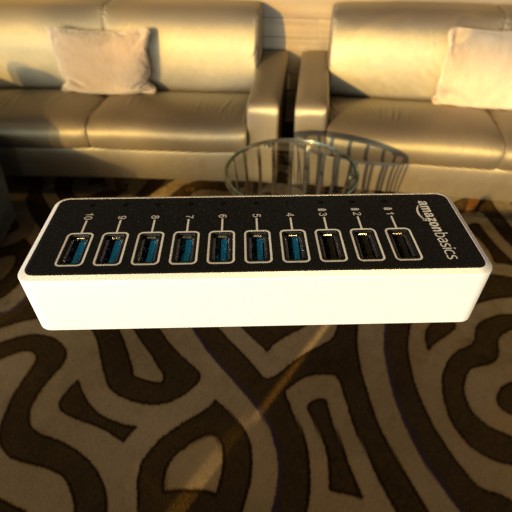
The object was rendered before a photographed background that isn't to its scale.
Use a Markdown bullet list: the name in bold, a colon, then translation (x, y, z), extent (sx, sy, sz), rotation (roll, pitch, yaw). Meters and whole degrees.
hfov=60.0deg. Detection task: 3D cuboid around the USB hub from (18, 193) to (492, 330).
- **USB hub**: translation (0.000, 0.000, 0.156), extent (0.145, 0.023, 0.044), rotation (-1, 42, -1)
